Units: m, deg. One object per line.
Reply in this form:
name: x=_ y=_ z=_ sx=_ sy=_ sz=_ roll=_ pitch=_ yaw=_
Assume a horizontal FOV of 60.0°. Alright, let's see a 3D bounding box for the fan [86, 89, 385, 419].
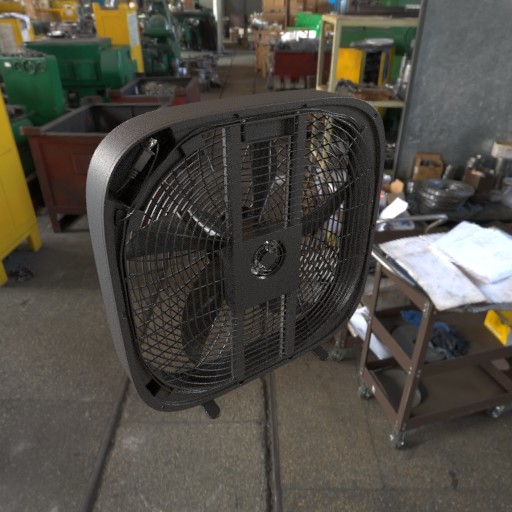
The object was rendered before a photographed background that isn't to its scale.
fan: x=0.000 y=0.000 z=0.789 sx=0.526 sy=0.533 sz=0.142 roll=-19 pitch=35 yaw=-29
